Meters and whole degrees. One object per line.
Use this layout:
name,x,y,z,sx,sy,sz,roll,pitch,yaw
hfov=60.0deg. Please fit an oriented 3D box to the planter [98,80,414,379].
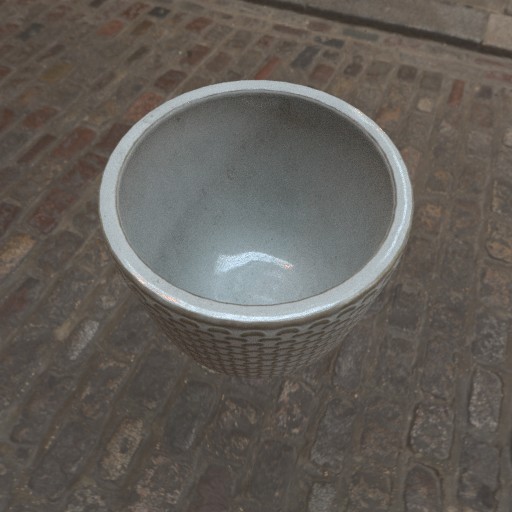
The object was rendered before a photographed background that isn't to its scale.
planter,0.000,0.000,0.309,0.173,0.160,0.173,0,58,0
